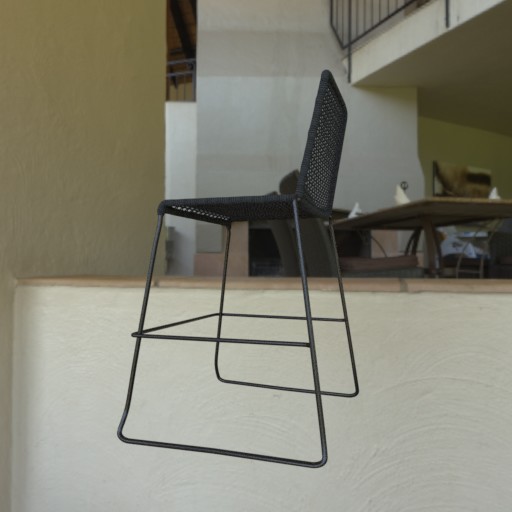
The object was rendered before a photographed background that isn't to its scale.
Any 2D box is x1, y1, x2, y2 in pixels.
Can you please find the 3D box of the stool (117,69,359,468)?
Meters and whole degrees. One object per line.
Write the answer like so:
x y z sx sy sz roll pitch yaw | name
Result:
0.000 0.000 1.264 0.509 0.905 0.590 0 -1 20 | stool
